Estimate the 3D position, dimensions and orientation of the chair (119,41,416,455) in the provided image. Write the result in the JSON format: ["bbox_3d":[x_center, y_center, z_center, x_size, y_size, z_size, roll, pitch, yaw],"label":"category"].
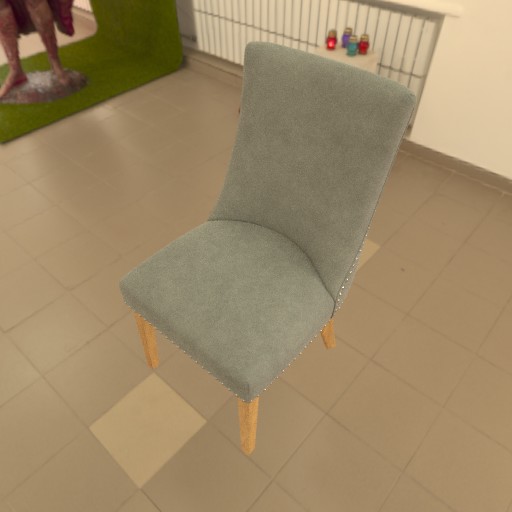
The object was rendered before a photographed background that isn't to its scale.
[{"bbox_3d":[0.000,0.000,1.218,0.495,0.902,0.610,32,53,28],"label":"chair"}]
